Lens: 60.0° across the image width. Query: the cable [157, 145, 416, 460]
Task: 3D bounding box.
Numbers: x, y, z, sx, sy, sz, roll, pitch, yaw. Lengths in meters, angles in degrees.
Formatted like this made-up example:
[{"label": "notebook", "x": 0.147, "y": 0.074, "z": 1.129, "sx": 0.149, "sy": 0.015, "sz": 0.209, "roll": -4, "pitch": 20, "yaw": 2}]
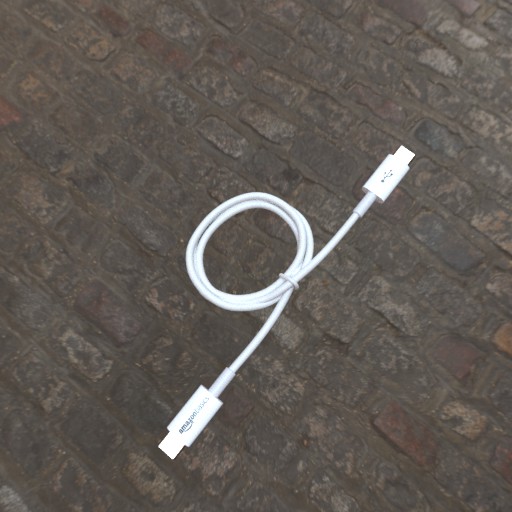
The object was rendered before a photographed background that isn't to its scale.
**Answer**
[{"label": "cable", "x": 0.000, "y": 0.000, "z": 0.231, "sx": 0.070, "sy": 0.014, "sz": 0.203, "roll": 38, "pitch": 79, "yaw": 9}]
